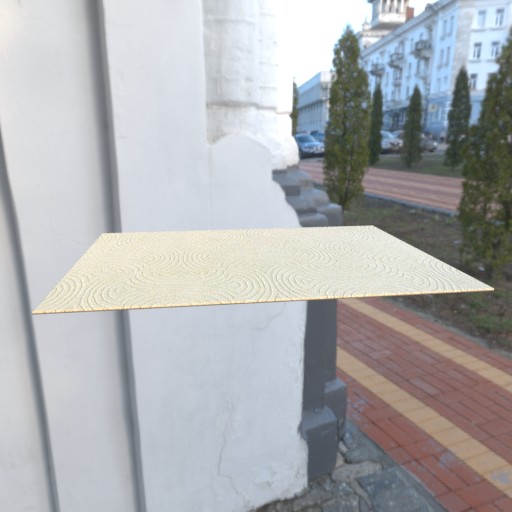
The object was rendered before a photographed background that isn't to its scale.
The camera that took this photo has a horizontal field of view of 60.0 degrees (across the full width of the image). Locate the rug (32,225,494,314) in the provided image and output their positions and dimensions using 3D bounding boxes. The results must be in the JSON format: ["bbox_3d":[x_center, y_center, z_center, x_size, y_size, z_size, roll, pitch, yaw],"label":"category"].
[{"bbox_3d":[0.000,0.000,2.746,2.132,0.015,1.526,-2,16,-8],"label":"rug"}]
